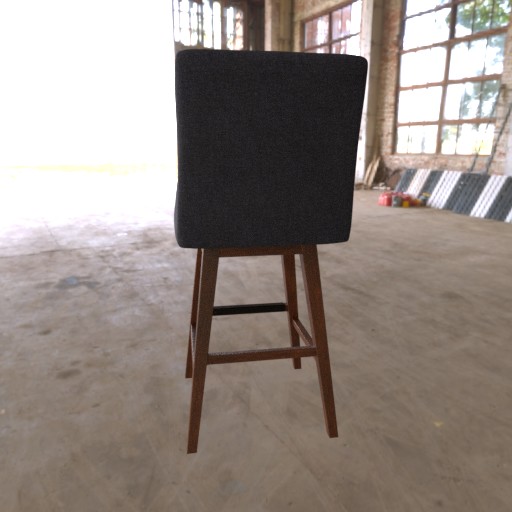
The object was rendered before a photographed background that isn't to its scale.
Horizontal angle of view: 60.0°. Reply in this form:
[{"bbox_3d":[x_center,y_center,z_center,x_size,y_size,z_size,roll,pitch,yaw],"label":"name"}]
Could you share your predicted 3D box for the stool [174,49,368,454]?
[{"bbox_3d":[0.000,0.000,1.360,0.489,1.068,0.572,-2,14,-9],"label":"stool"}]
